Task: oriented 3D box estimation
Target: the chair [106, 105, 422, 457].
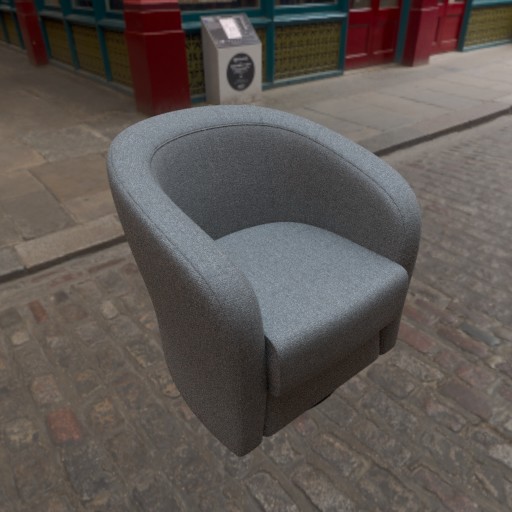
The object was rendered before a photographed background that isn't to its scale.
[{"bbox_3d":[0.000,0.000,1.409,0.791,0.771,0.815,-23,39,-32],"label":"chair"}]
